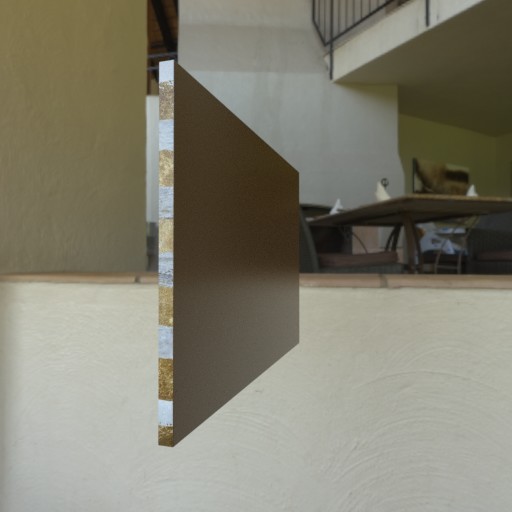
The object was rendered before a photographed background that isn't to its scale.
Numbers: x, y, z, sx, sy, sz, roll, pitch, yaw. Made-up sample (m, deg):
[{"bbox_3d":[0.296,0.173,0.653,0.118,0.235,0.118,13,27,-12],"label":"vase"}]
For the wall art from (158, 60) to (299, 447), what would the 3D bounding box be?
[{"bbox_3d":[0.000,0.000,1.145,0.027,0.610,0.932,0,-1,18],"label":"wall art"}]
